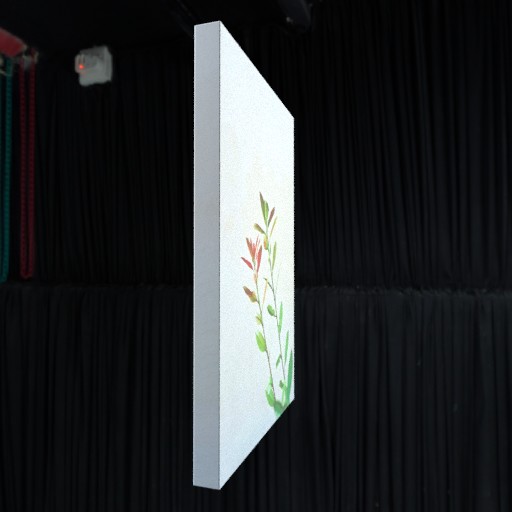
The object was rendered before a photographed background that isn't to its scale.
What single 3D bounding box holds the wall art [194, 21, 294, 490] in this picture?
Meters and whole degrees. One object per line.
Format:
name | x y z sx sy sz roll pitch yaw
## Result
wall art | 0.000 0.000 0.776 0.038 0.611 0.408 0 -1 18
